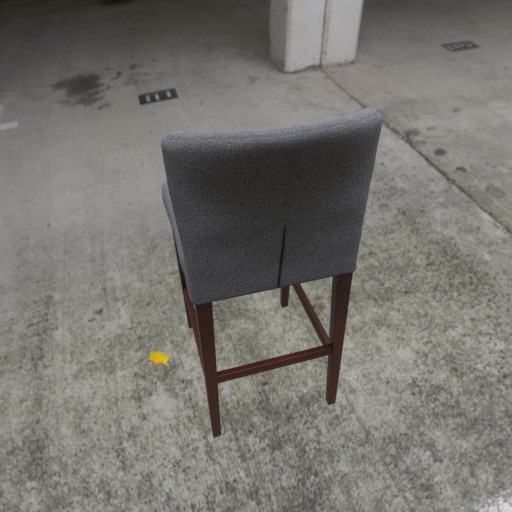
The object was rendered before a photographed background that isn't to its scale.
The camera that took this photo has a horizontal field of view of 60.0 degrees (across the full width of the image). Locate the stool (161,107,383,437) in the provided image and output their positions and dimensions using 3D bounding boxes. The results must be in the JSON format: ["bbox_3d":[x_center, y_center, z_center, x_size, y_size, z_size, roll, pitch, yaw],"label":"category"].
[{"bbox_3d":[0.000,0.000,1.361,0.486,1.069,0.568,-11,42,-12],"label":"stool"}]
